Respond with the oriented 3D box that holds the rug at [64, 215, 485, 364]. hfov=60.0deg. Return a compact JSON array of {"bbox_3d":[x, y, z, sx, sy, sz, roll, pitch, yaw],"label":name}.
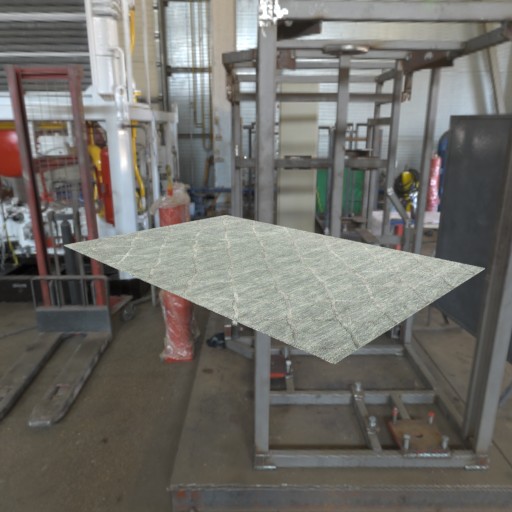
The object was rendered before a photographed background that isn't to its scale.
[{"bbox_3d":[0.000,0.000,2.858,2.283,0.006,1.521,16,23,42],"label":"rug"}]
